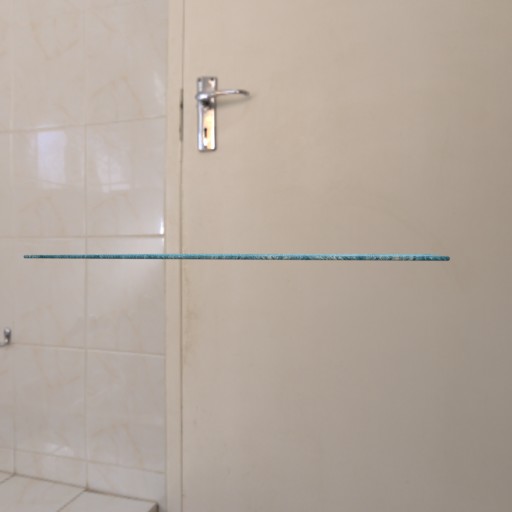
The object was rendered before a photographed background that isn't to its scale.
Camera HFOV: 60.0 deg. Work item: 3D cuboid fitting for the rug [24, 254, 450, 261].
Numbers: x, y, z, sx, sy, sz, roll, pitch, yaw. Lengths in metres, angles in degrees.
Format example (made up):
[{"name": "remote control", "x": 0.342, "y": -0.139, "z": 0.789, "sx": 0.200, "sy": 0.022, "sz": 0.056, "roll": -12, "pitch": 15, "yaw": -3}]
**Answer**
[{"name": "rug", "x": 0.000, "y": 0.000, "z": 4.255, "sx": 3.217, "sy": 0.027, "sz": 2.405, "roll": 0, "pitch": 1, "yaw": 19}]
